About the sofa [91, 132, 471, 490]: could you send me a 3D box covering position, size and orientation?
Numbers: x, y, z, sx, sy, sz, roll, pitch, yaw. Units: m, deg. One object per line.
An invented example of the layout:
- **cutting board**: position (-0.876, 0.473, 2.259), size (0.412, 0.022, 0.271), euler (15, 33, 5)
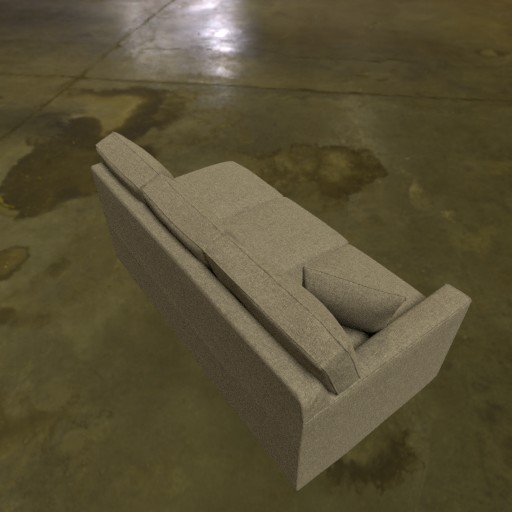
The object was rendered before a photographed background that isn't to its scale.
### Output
- **sofa**: position (0.000, 0.000, 2.465), size (1.034, 0.946, 1.963), euler (-26, 47, -27)
